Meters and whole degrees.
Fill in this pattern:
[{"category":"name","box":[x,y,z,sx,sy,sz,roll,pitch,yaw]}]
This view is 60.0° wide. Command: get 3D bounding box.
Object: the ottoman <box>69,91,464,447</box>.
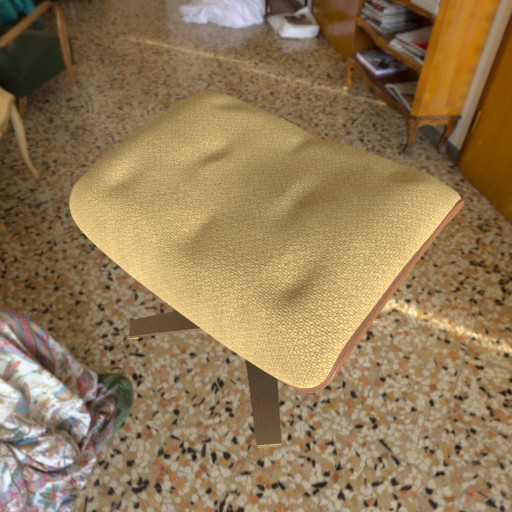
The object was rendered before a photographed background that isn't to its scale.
[{"category":"ottoman","box":[0.000,0.000,0.786,0.520,0.391,0.394,31,53,27]}]
